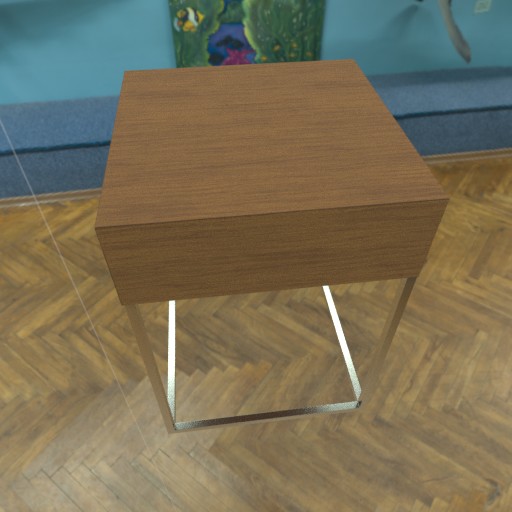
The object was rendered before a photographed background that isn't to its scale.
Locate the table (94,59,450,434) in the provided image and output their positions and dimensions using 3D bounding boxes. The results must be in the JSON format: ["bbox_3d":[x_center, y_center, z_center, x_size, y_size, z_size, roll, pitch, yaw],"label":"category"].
[{"bbox_3d":[0.000,0.000,0.820,0.397,0.540,0.398,-5,46,-5],"label":"table"}]
